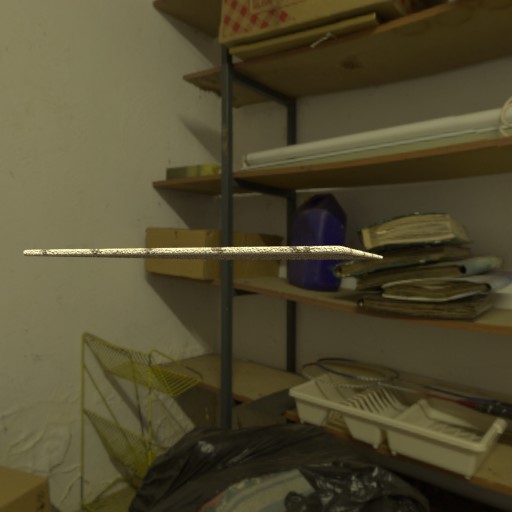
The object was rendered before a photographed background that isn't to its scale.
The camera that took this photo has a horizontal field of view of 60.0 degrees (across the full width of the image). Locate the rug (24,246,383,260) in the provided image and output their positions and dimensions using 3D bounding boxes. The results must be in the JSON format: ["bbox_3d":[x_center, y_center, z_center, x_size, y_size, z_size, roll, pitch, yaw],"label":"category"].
[{"bbox_3d":[0.000,0.000,3.018,1.524,0.030,2.438,0,-1,19],"label":"rug"}]
